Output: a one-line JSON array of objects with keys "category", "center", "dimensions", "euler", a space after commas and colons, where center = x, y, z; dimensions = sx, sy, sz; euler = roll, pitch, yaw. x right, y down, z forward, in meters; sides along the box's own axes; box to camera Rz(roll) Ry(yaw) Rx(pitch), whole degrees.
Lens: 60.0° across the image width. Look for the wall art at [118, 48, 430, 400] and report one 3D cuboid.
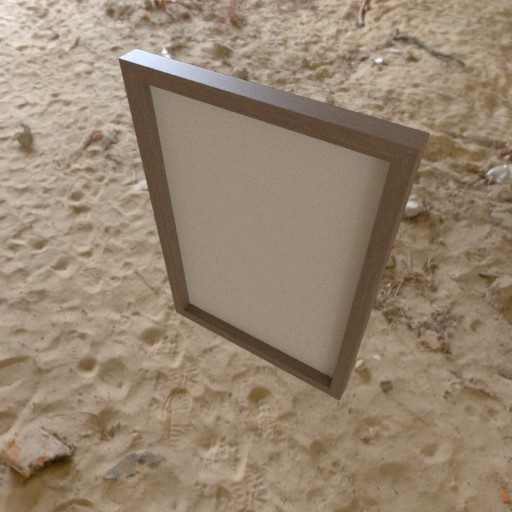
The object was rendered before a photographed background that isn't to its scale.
[{"category": "wall art", "center": [0.000, 0.000, 0.651], "dimensions": [0.358, 0.510, 0.032], "euler": [24, 52, 21]}]
